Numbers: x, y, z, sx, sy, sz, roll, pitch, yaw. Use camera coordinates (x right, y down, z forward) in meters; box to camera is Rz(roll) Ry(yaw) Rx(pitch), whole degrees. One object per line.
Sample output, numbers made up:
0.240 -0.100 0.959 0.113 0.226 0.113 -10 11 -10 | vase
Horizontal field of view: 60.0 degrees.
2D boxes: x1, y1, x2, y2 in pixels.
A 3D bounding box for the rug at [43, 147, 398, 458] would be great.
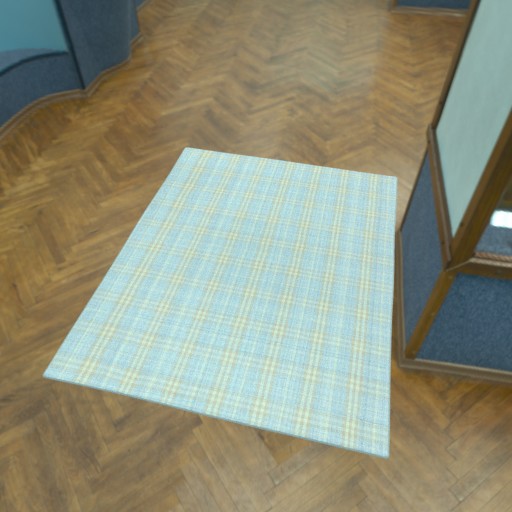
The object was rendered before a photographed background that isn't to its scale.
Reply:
0.000 0.000 4.031 2.462 0.030 3.066 10 47 9 | rug
